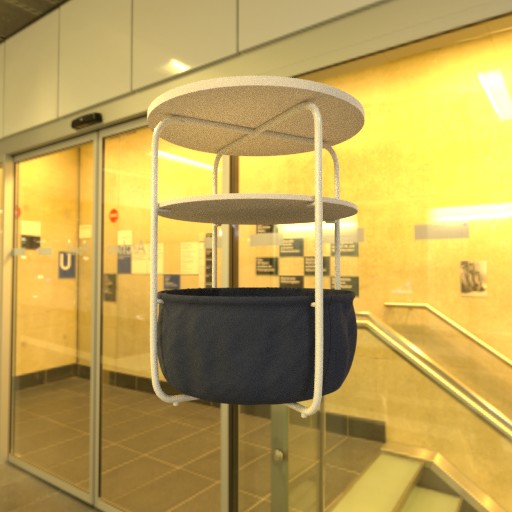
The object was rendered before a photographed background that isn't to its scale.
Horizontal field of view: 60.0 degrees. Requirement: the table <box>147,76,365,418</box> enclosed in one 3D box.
[{"bbox_3d":[0.000,0.000,0.870,0.418,0.532,0.418,-1,-2,16],"label":"table"}]
